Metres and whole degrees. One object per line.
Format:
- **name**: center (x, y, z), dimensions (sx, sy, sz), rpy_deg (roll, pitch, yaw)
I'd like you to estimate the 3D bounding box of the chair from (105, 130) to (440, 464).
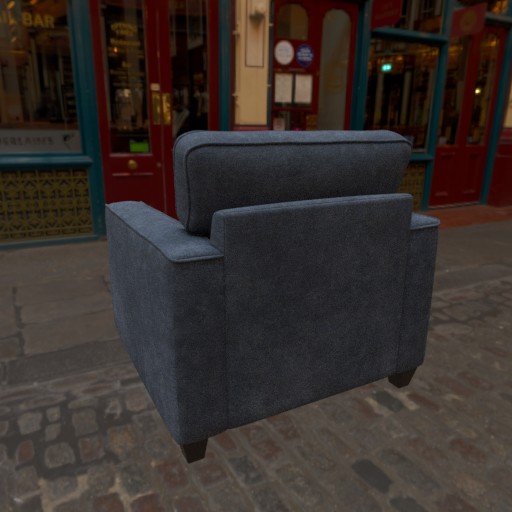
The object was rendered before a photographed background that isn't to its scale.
- **chair**: center (0.000, 0.000, 1.762), dimensions (1.015, 0.965, 0.939), rpy_deg (-8, 18, -27)
